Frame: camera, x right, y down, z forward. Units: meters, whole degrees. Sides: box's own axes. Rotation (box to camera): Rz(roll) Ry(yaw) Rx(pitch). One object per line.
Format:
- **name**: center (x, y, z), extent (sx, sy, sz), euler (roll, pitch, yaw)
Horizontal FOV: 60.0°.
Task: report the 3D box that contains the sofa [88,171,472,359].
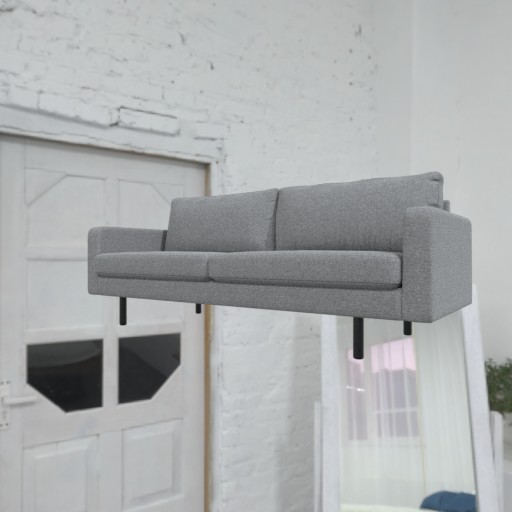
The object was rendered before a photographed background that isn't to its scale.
- **sofa**: center (0.000, 0.000, 2.635), extent (2.200, 0.880, 0.880), euler (0, 0, 36)
